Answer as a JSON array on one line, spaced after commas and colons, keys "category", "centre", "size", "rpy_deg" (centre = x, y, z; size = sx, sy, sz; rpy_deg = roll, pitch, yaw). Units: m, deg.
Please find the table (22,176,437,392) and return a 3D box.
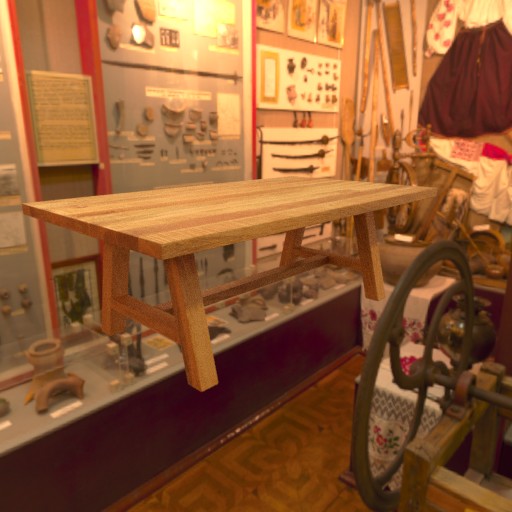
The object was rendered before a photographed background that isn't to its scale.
[{"category": "table", "centre": [0.000, 0.000, 1.646], "size": [0.760, 0.455, 1.320], "rpy_deg": [14, 21, 42]}]
